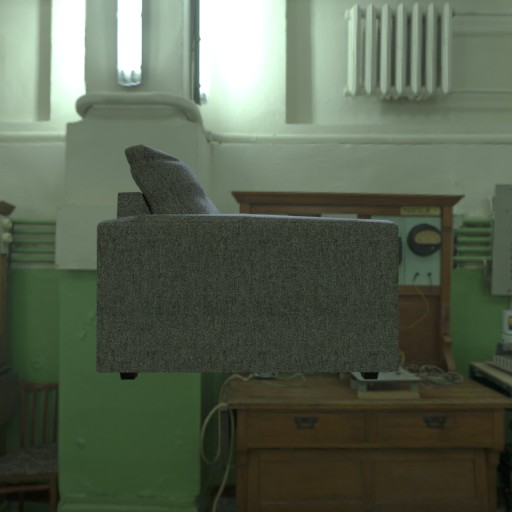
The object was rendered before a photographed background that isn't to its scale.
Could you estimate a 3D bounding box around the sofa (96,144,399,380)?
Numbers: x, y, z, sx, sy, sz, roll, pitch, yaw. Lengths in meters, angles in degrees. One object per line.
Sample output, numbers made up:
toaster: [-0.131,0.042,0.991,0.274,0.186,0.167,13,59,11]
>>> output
sofa: [0.000,0.000,2.374,1.094,0.877,1.758,0,-1,0]
